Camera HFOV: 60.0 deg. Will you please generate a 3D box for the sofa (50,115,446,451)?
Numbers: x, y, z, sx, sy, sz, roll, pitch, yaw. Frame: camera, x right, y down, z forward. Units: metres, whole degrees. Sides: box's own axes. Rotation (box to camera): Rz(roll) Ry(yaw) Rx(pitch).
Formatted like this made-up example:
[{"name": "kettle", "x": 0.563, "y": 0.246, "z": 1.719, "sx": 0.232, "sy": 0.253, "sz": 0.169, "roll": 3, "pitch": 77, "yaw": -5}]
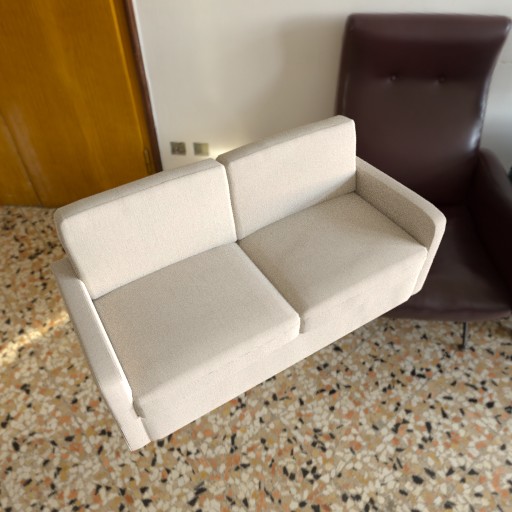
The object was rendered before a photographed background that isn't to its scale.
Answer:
[{"name": "sofa", "x": 0.000, "y": 0.000, "z": 2.244, "sx": 1.808, "sy": 0.831, "sz": 0.894, "roll": -24, "pitch": 51, "yaw": -21}]
